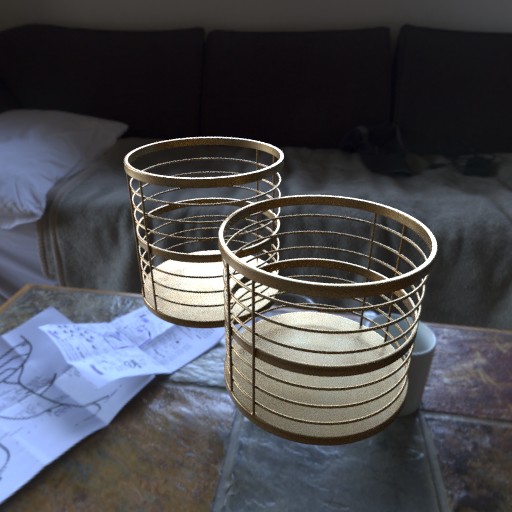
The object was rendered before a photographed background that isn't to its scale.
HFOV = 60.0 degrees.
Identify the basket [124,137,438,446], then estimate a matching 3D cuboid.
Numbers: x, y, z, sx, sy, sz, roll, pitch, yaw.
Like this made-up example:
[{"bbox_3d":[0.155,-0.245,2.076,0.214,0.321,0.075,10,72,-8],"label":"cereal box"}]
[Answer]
[{"bbox_3d":[0.000,0.000,0.940,0.356,0.351,0.746,-19,33,-31],"label":"basket"}]
